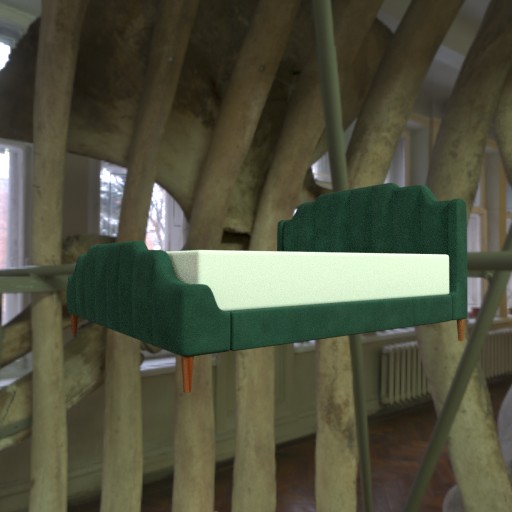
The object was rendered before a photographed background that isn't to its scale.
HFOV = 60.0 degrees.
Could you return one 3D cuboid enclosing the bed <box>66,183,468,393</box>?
[{"bbox_3d":[0.000,0.000,3.407,2.340,1.245,2.074,1,-1,-36],"label":"bed"}]
